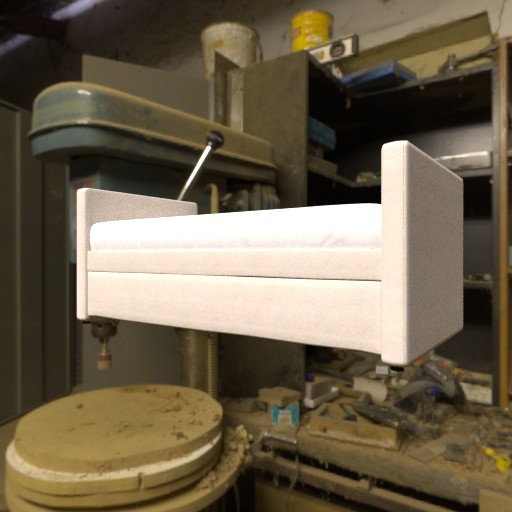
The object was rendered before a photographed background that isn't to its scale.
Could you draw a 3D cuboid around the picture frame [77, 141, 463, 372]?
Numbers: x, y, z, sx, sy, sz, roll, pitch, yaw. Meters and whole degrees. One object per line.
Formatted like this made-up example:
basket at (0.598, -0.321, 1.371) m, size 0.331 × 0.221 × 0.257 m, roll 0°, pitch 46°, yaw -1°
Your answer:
picture frame at (0.000, 0.000, 2.728) m, size 2.161 × 0.891 × 1.069 m, roll 0°, pitch 0°, yaw 36°
